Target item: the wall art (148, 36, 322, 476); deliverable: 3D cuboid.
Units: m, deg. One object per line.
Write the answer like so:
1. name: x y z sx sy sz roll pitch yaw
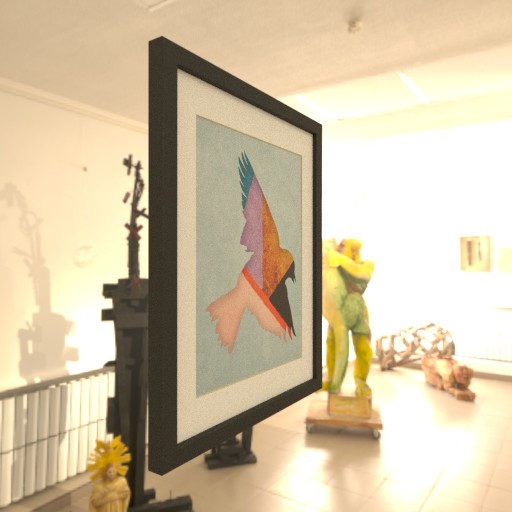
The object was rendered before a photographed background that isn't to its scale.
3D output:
1. wall art: 0.000 0.000 0.756 0.028 0.558 0.457 0 0 35
